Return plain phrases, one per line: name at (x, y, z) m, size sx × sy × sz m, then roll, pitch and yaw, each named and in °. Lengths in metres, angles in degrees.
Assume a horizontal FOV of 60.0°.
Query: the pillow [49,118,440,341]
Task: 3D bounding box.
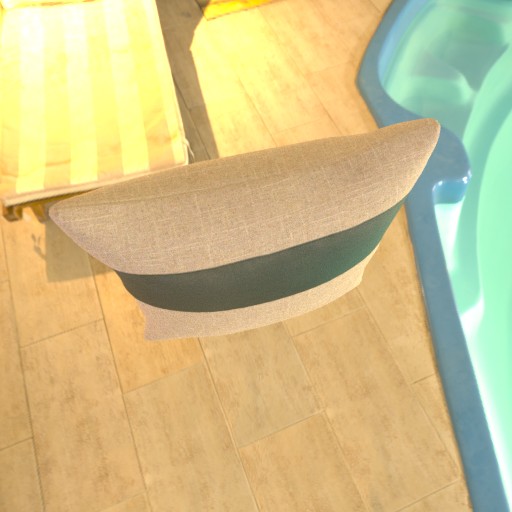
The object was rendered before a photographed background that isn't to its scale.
pillow at (0.000, 0.000, 0.624) m, size 0.414 × 0.399 × 0.173 m, roll -14°, pitch 63°, yaw -7°
